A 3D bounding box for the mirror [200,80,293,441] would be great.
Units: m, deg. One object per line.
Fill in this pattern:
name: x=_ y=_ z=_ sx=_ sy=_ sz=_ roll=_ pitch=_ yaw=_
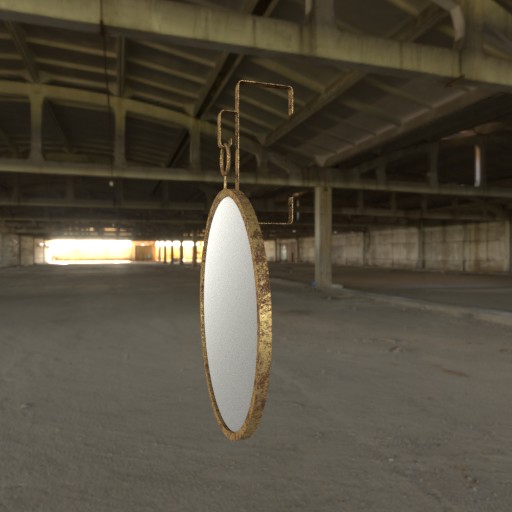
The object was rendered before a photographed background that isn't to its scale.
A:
mirror: x=0.000 y=0.000 z=0.840 sx=0.144 sy=0.651 sz=0.447 roll=0 pitch=0 yaw=-18
